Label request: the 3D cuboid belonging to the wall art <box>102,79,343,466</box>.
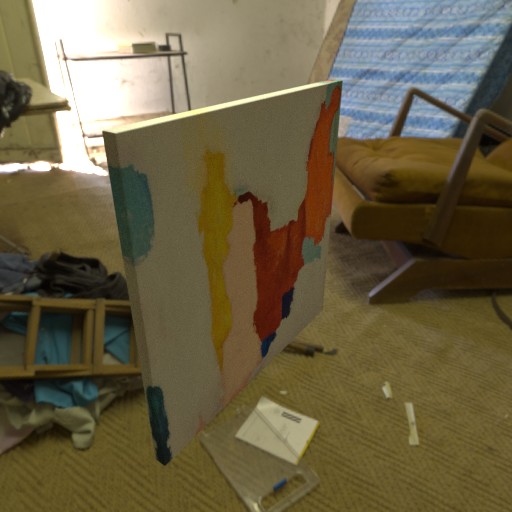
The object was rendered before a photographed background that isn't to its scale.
[{"bbox_3d":[0.000,0.000,1.496,0.044,1.017,1.017,19,34,31],"label":"wall art"}]
